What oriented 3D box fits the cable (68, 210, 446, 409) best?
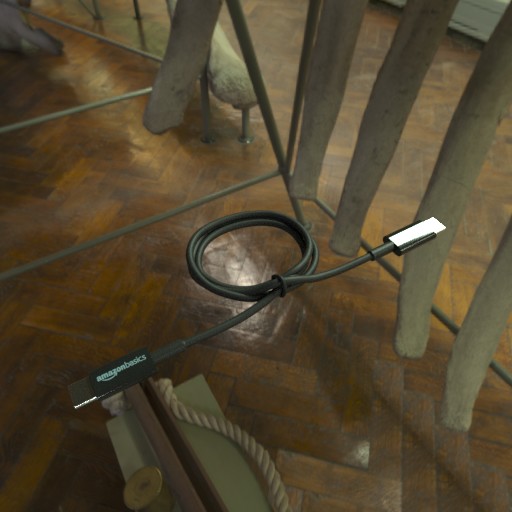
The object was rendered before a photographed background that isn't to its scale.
[{"bbox_3d":[0.000,0.000,0.226,0.203,0.014,0.070,-23,51,-20],"label":"cable"}]
